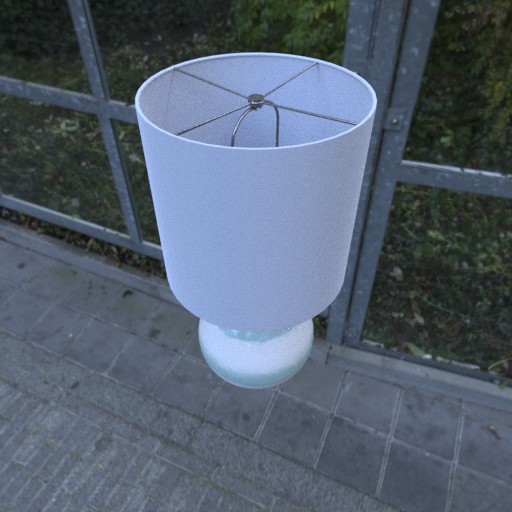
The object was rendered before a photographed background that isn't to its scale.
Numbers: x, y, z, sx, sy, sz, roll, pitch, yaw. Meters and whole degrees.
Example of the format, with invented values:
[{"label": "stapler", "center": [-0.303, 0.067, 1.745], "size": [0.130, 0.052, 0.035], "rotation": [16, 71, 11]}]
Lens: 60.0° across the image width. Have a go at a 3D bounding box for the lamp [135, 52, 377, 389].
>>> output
[{"label": "lamp", "center": [0.000, 0.000, 0.539], "size": [0.217, 0.404, 0.217], "rotation": [27, 49, 27]}]
